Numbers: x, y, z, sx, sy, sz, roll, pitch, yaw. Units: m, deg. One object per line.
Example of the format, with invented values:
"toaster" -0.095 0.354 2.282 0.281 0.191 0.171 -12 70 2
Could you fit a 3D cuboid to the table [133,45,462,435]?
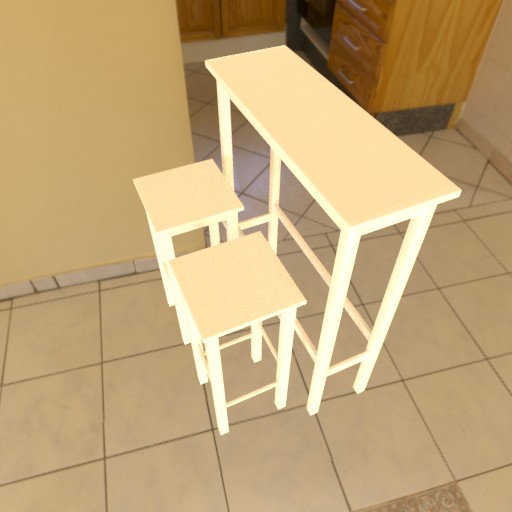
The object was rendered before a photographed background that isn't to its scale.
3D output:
"table" 0.000 0.000 1.624 0.650 1.065 0.915 -18 50 -16
